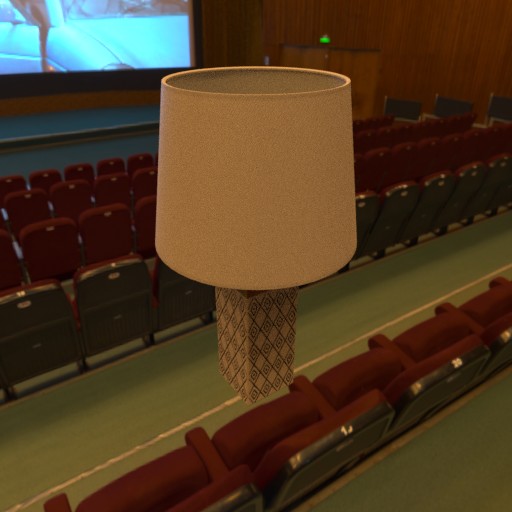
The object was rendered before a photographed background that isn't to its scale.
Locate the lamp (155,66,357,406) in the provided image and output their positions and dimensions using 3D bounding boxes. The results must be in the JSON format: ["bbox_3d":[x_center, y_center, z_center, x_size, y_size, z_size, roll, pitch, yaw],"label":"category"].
[{"bbox_3d":[0.000,0.000,0.579,0.251,0.435,0.251,0,30,0],"label":"lamp"}]
